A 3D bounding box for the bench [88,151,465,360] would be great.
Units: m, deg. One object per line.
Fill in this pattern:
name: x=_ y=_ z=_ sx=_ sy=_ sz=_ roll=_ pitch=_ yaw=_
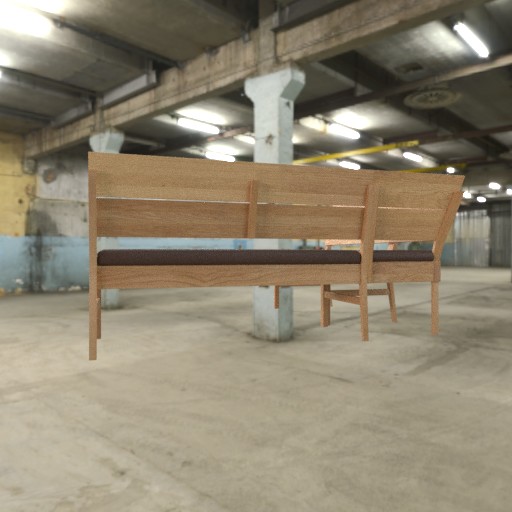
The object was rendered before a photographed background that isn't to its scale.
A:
bench: x=0.000 y=0.000 z=2.880 sx=1.975 sy=0.890 sz=1.549 roll=0 pitch=0 yaw=-18
